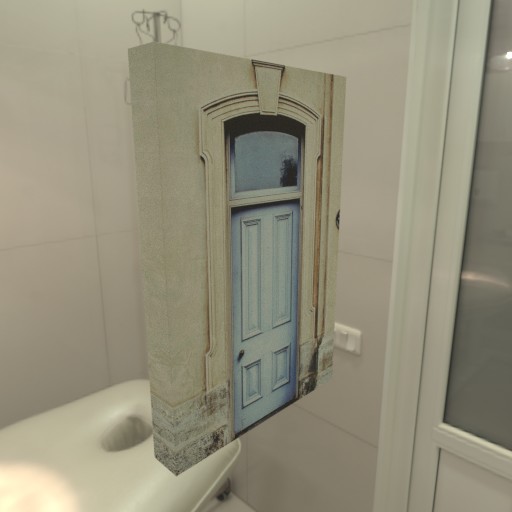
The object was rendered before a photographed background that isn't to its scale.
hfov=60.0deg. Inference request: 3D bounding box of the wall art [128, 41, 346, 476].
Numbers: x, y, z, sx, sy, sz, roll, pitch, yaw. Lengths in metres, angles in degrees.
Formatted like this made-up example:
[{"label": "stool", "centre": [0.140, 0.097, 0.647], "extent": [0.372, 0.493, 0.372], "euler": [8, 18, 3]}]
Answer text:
[{"label": "wall art", "centre": [0.000, 0.000, 0.476], "extent": [0.038, 0.381, 0.254], "euler": [14, 20, 43]}]
